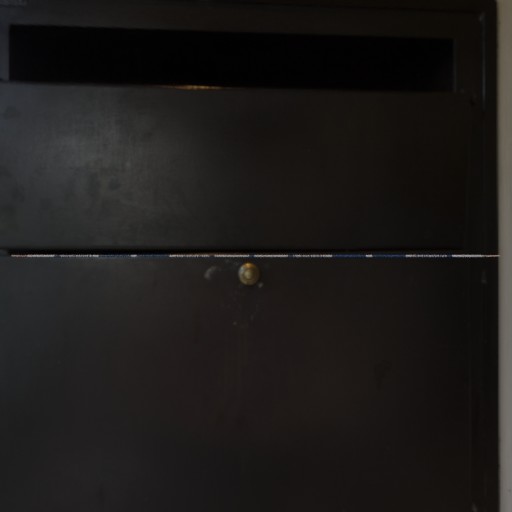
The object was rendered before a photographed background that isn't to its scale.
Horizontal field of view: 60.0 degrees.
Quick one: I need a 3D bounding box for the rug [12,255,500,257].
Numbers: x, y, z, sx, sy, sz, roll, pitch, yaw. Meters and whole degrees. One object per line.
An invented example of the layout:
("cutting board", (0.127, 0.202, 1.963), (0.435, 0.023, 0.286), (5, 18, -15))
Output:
("rug", (0.000, 0.000, 2.975), (2.441, 0.010, 1.532), (0, 0, 1))
